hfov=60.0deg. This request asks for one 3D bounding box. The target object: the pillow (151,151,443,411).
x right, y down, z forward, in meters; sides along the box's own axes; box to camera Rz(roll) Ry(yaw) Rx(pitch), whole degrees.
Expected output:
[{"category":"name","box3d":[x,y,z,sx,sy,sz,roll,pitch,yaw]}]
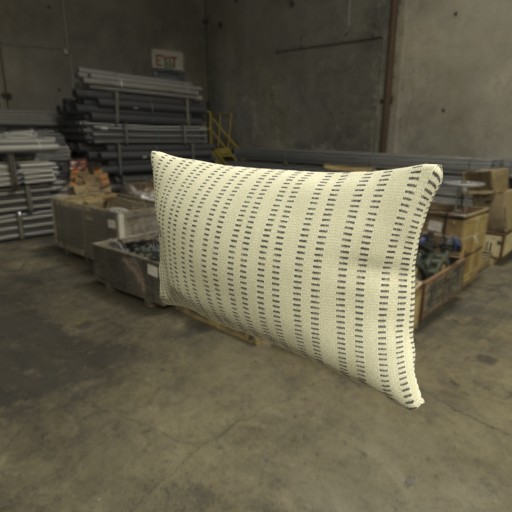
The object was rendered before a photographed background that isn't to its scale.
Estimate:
[{"category":"pillow","box3d":[0.000,0.000,0.799,0.640,0.353,0.210,14,21,41]}]
